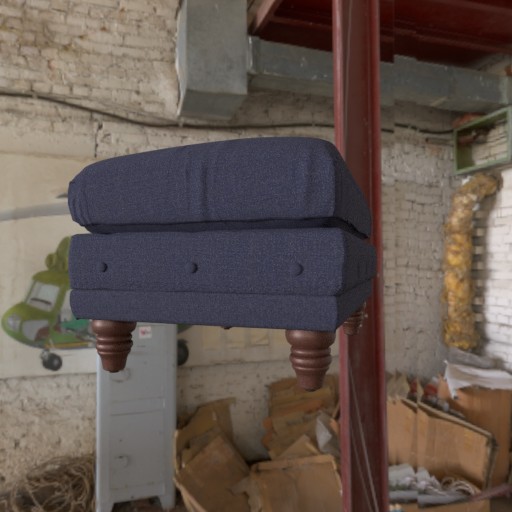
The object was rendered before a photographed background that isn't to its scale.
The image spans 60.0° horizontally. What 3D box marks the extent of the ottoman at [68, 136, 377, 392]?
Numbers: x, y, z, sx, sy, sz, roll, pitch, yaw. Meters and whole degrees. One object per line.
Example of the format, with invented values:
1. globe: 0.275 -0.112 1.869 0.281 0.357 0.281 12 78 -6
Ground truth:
1. ottoman: 0.000 0.000 1.140 0.558 0.486 0.767 0 -1 19
